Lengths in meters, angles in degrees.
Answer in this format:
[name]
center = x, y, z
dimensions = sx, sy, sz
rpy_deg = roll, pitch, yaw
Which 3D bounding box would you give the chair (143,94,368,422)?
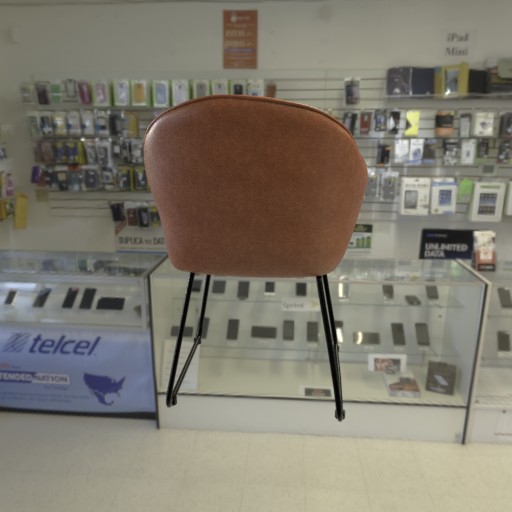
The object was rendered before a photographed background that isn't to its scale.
[chair]
center = 0.000, 0.000, 1.216
dimensions = 0.582, 0.785, 0.580
rpy_deg = 2, 15, 6
